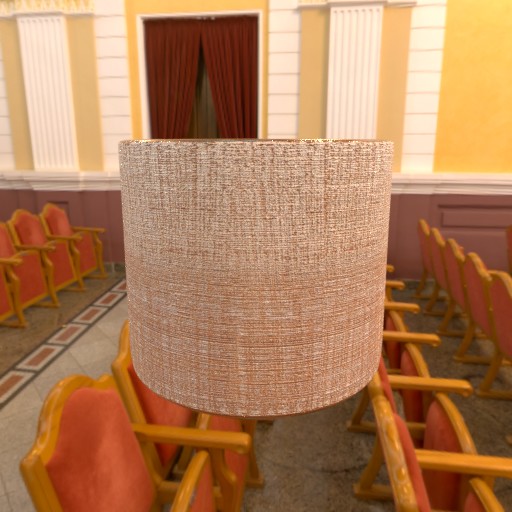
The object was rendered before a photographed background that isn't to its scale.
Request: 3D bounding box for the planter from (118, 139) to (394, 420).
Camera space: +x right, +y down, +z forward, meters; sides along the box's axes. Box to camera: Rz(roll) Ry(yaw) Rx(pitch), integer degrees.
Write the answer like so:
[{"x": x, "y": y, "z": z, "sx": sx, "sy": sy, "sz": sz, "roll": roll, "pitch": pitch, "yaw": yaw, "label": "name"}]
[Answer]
[{"x": 0.000, "y": 0.000, "z": 0.310, "sx": 0.177, "sy": 0.157, "sz": 0.177, "roll": 0, "pitch": 14, "yaw": 0, "label": "planter"}]
